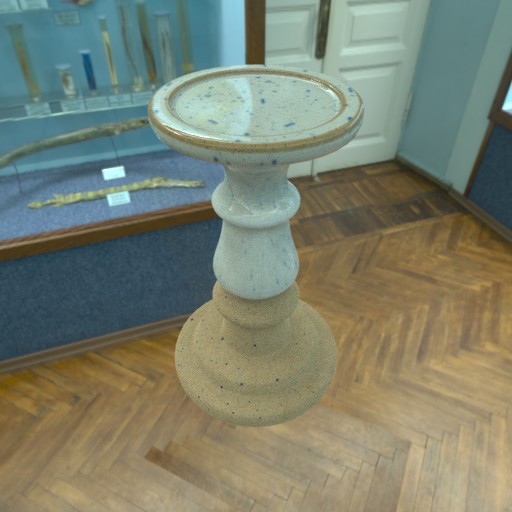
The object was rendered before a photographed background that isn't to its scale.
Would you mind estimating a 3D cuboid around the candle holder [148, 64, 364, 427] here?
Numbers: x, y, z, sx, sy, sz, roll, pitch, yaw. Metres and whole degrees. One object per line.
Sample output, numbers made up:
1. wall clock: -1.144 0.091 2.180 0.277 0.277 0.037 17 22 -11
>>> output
1. candle holder: 0.000 0.000 0.279 0.123 0.202 0.123 0 40 0
